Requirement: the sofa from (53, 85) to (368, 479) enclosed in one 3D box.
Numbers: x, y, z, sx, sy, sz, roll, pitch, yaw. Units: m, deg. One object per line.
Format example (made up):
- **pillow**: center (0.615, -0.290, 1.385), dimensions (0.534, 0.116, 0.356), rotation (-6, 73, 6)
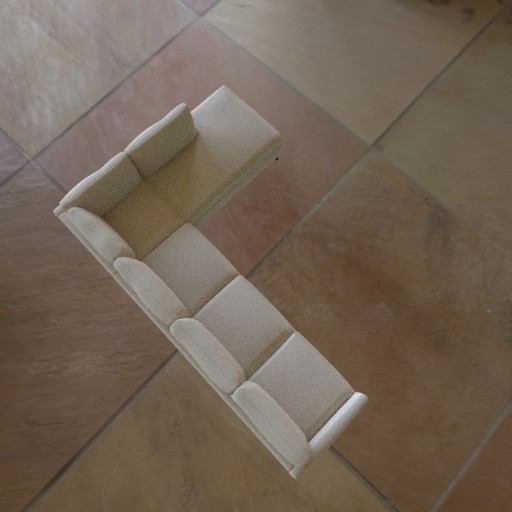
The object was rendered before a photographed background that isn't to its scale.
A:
- **sofa**: center (0.000, 0.000, 3.838), dimensions (2.007, 0.815, 2.949), rotation (-43, 78, -11)
